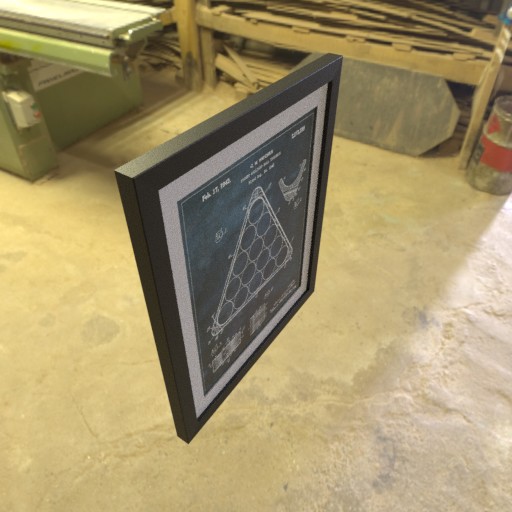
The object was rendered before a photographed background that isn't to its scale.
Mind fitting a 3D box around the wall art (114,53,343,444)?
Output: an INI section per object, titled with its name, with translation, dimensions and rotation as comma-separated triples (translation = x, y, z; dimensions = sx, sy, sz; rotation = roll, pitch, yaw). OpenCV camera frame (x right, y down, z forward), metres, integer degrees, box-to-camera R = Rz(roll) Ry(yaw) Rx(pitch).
[wall art]
translation = 0.000, 0.000, 0.710
dimensions = 0.025, 0.508, 0.432
rotation = 24, 46, 25
